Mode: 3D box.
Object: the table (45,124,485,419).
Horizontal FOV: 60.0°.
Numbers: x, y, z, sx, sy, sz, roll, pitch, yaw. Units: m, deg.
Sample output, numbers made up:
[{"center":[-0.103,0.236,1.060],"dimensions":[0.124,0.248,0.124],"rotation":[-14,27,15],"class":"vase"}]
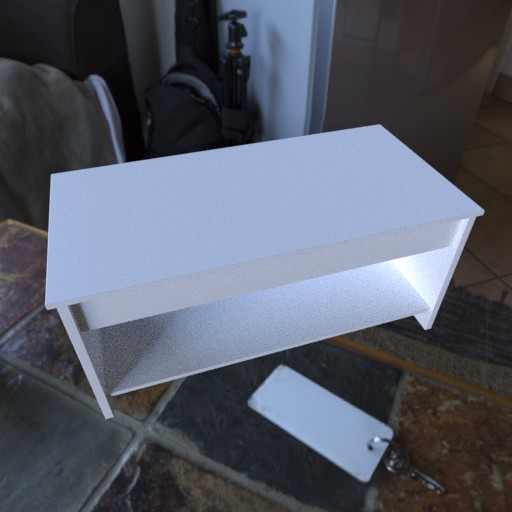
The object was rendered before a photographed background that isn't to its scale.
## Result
[{"center":[0.000,0.000,1.278],"dimensions":[1.000,0.441,0.500],"rotation":[-12,43,-13],"class":"table"}]
